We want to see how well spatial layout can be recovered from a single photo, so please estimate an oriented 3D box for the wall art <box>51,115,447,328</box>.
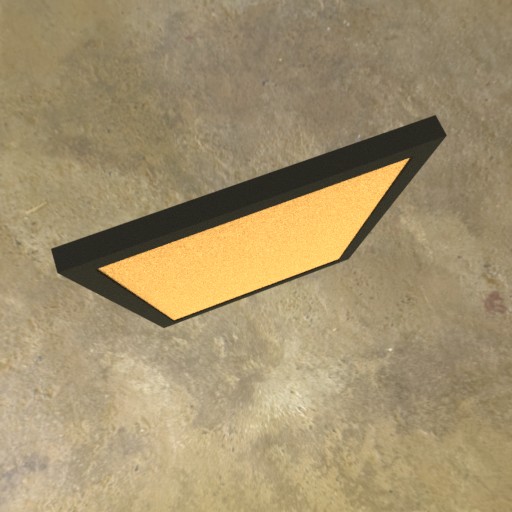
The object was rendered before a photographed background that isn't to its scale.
[{"bbox_3d":[0.000,0.000,0.760,0.457,0.559,0.029,-20,76,-5],"label":"wall art"}]
